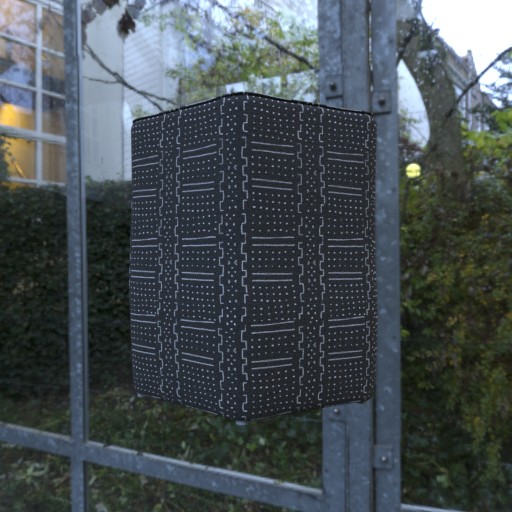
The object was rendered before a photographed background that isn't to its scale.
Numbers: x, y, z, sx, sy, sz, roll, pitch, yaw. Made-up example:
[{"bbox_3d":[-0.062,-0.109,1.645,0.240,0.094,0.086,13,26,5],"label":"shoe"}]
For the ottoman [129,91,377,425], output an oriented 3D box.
[{"bbox_3d":[0.000,0.000,0.887,0.494,0.502,0.443,0,0,35],"label":"ottoman"}]
